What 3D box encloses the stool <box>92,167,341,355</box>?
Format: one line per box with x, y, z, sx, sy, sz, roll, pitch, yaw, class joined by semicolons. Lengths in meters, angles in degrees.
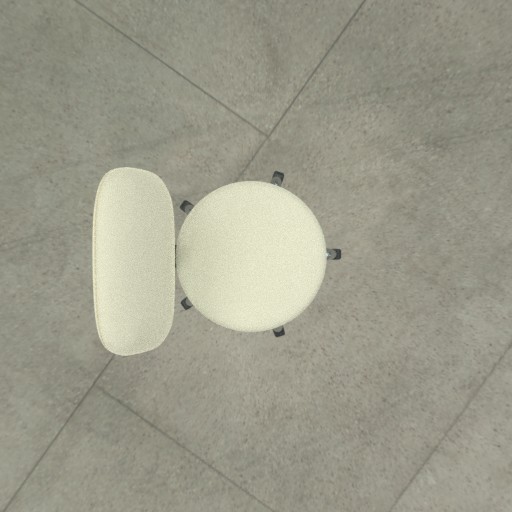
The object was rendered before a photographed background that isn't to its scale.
0.000;0.000;1.238;0.616;0.810;0.609;0;91;0;stool
